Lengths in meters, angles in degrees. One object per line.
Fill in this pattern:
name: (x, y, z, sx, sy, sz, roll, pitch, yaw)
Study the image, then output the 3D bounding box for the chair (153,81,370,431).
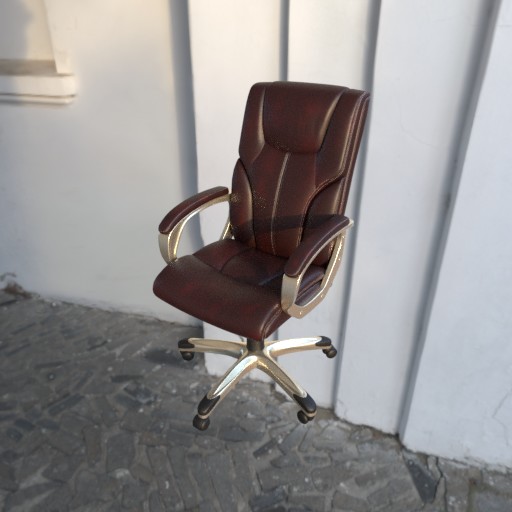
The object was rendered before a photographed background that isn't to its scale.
chair: (0.000, 0.000, 1.597, 0.662, 1.107, 0.739, 18, 33, 30)
